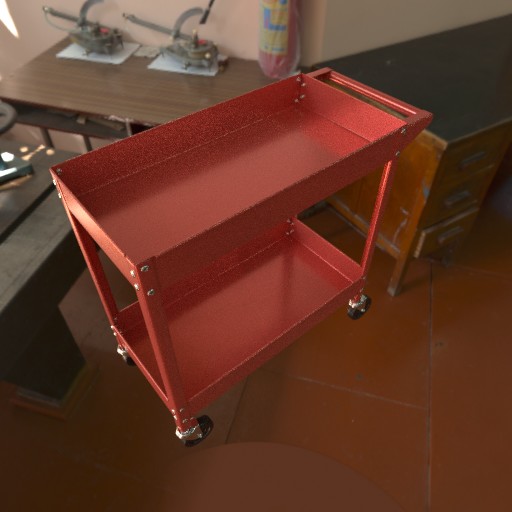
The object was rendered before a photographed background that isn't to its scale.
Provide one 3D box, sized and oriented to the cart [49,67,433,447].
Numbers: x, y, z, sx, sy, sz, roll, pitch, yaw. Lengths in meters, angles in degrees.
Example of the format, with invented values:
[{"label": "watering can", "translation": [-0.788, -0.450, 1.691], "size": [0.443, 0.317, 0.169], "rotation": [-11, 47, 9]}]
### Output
[{"label": "cart", "translation": [0.000, 0.000, 1.181], "size": [0.779, 0.719, 0.366], "rotation": [-31, 53, -26]}]
